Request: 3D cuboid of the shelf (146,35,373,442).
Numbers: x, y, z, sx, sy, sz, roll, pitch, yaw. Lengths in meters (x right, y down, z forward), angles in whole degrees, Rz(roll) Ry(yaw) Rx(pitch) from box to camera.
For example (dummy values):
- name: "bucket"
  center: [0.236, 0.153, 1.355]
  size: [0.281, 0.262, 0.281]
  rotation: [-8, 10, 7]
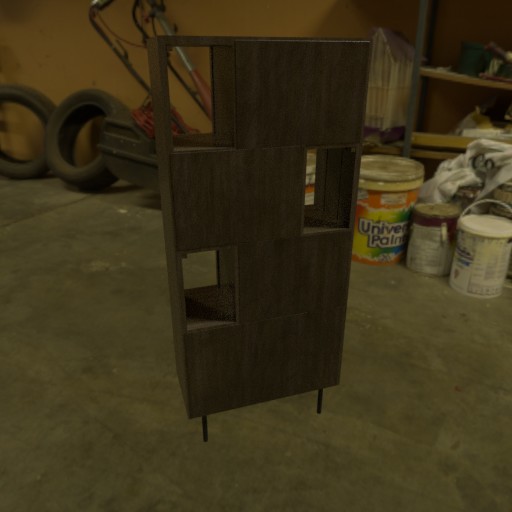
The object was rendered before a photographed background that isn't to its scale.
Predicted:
- name: "shelf"
  center: [0.000, 0.000, 1.755]
  size: [0.670, 1.545, 0.323]
  rotation: [-8, 25, -16]
